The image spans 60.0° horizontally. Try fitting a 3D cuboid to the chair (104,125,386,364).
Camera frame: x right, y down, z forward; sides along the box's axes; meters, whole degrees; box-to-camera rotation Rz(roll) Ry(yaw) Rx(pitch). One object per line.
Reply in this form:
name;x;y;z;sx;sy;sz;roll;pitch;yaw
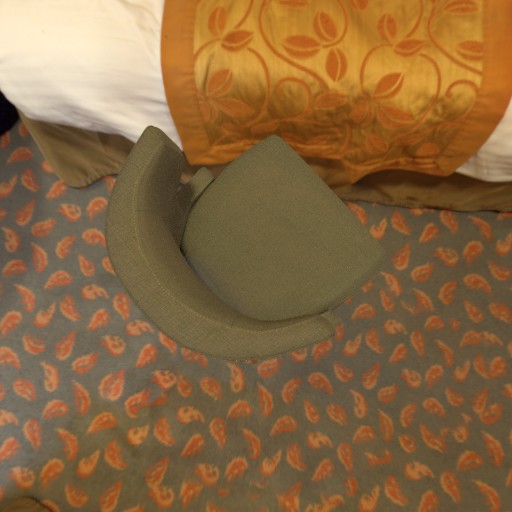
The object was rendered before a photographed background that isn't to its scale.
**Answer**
chair;0.000;0.000;1.264;0.581;0.863;0.595;-39;80;-8
